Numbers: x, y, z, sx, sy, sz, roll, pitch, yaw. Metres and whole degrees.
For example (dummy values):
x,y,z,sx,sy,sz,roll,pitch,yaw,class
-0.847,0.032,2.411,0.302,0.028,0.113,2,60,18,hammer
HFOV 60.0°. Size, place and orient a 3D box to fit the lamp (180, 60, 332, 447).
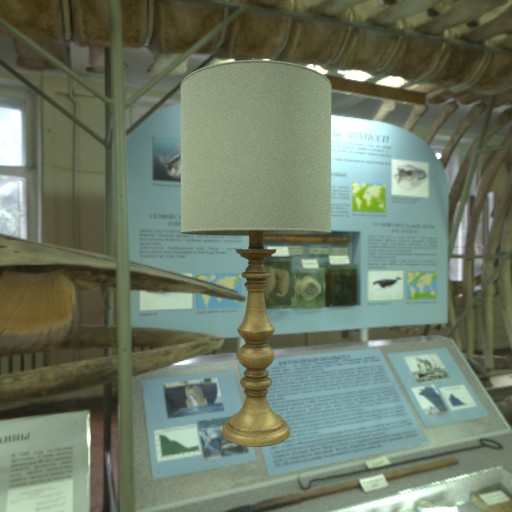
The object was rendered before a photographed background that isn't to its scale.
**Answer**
x,y,z,sx,sy,sz,roll,pitch,yaw,class
0.000,0.000,0.748,0.250,0.597,0.250,1,1,37,lamp
